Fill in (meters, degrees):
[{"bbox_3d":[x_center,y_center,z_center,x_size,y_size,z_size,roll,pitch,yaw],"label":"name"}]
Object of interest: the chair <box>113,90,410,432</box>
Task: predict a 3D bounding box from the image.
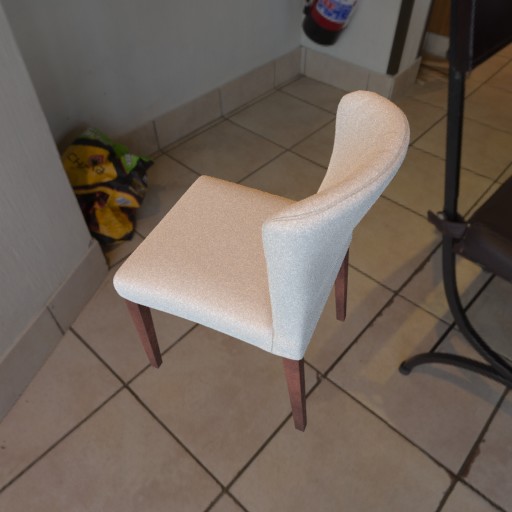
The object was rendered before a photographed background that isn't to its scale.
[{"bbox_3d":[0.000,0.000,1.171,0.592,0.839,0.491,18,49,16],"label":"chair"}]
